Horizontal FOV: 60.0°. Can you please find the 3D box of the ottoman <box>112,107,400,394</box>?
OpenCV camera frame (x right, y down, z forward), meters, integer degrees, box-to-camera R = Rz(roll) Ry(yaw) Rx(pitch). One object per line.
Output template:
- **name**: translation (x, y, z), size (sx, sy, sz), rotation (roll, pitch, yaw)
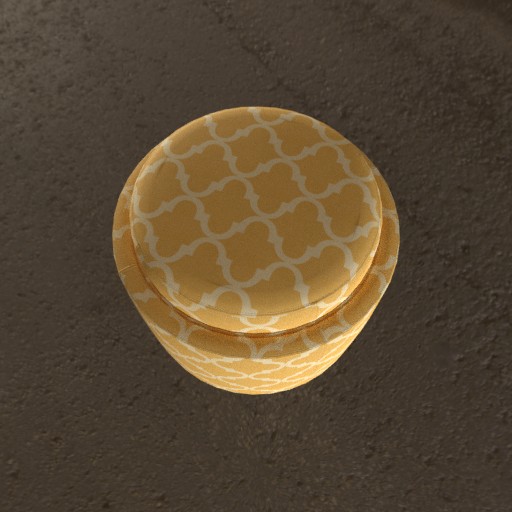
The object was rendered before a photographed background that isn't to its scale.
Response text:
- **ottoman**: translation (0.000, 0.000, 0.860), size (0.480, 0.429, 0.480), rotation (0, 64, 0)
